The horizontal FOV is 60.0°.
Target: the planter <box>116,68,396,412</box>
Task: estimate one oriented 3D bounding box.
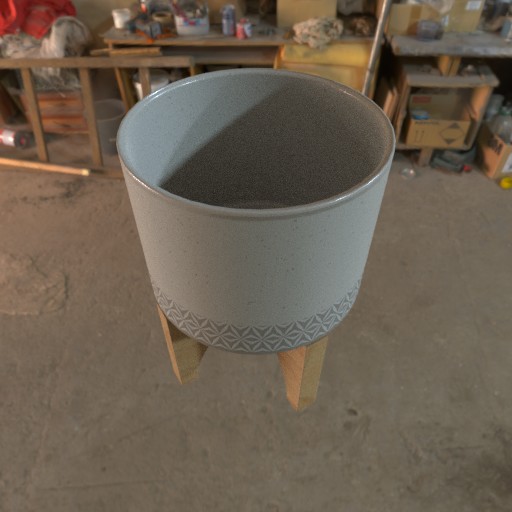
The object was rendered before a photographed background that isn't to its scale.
[{"bbox_3d":[0.000,0.000,0.273,0.130,0.178,0.130,0,46,0],"label":"planter"}]
